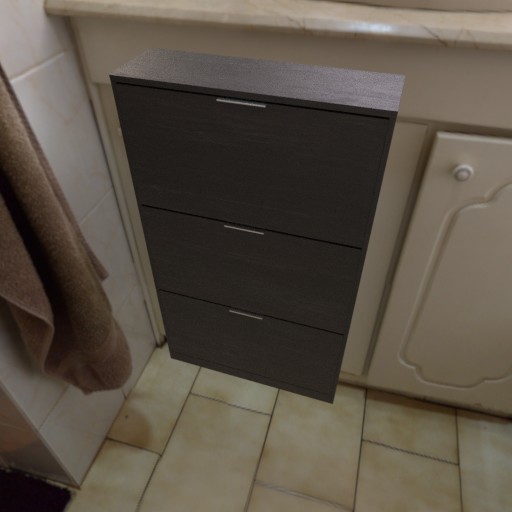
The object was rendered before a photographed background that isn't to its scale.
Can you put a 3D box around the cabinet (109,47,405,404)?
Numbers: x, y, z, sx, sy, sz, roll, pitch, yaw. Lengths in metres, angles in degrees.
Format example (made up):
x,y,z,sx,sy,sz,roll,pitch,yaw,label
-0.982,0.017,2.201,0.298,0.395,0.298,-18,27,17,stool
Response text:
x,y,z,sx,sy,sz,roll,pitch,yaw,label
0.000,0.000,1.599,0.750,1.280,0.250,12,43,13,cabinet
